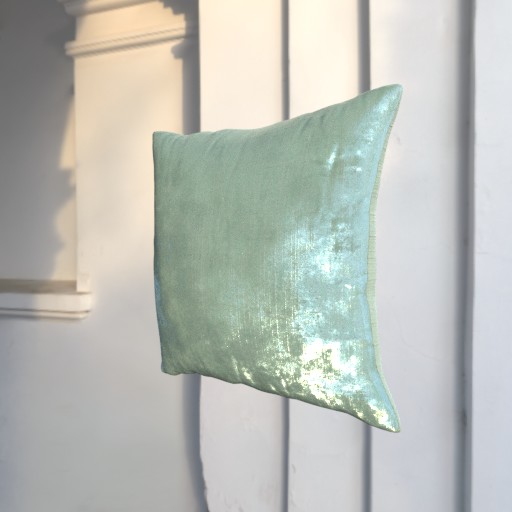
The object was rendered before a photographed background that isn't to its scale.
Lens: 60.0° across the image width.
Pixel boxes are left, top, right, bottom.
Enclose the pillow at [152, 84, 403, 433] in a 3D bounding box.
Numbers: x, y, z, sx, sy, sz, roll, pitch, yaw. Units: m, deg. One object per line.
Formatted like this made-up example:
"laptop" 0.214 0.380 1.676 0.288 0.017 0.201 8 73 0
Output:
"pillow" 0.000 0.000 0.716 0.470 0.464 0.175 1 1 35
